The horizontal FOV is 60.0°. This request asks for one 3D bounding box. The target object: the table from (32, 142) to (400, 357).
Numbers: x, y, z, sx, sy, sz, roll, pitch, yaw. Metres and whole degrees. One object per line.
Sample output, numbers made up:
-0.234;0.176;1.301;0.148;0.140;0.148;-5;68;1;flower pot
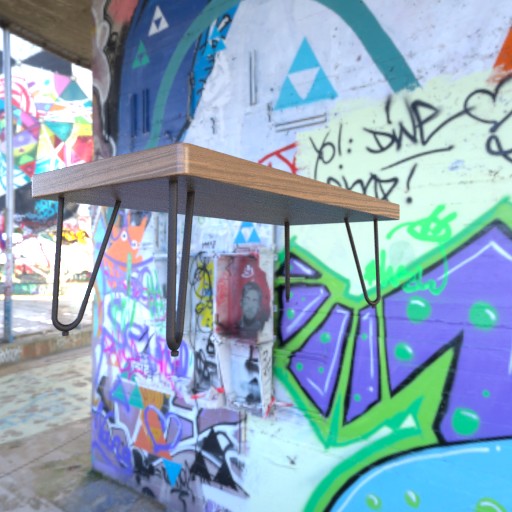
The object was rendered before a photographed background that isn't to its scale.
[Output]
0.000;0.000;1.655;0.637;0.468;1.375;0;0;36;table
